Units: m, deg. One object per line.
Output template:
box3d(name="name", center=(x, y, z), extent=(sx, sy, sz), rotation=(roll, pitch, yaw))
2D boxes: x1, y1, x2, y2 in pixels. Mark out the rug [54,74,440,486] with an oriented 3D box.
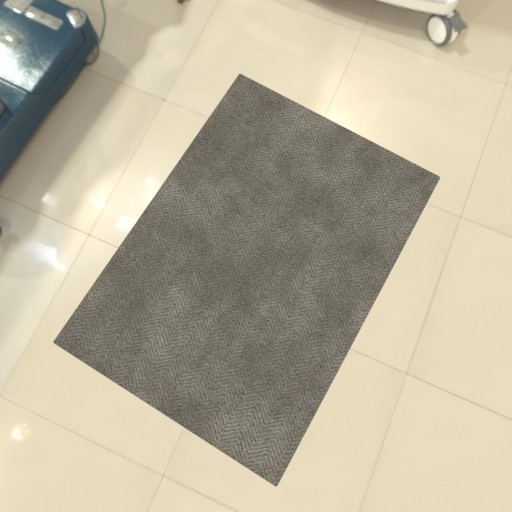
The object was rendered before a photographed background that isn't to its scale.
box3d(name="rug", center=(0.000, 0.000, 2.883), extent=(1.600, 0.008, 2.235), rotation=(30, 78, 7))
